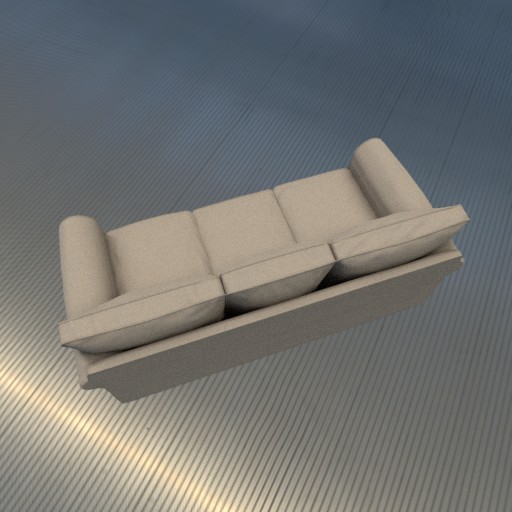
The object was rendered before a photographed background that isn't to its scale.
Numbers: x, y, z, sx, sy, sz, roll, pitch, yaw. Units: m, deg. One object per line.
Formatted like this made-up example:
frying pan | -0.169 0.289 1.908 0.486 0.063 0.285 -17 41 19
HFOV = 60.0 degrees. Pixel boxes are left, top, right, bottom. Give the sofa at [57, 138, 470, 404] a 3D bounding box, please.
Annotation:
sofa | 0.000 0.000 2.618 2.118 0.889 0.998 -16 60 -10
